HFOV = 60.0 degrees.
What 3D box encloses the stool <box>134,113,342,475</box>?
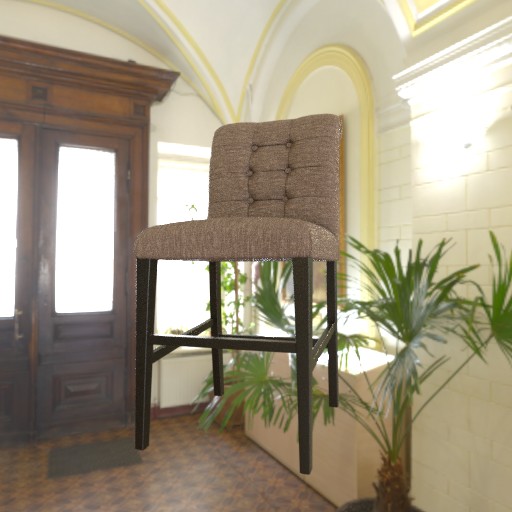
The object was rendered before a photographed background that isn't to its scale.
[{"bbox_3d":[0.000,0.000,1.319,0.457,0.970,0.611,0,-2,18],"label":"stool"}]
